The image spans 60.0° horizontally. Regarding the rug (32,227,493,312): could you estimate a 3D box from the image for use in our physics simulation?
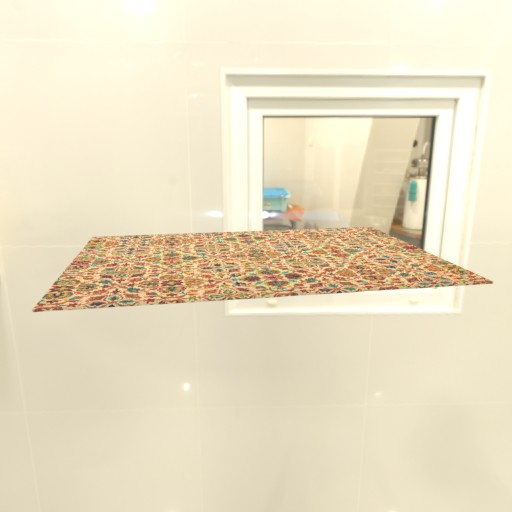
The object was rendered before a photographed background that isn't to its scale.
[{"bbox_3d":[0.000,0.000,2.310,1.838,0.013,1.226,-3,15,-10],"label":"rug"}]
